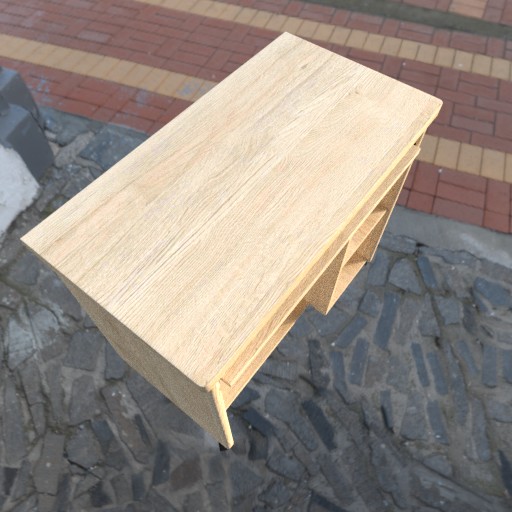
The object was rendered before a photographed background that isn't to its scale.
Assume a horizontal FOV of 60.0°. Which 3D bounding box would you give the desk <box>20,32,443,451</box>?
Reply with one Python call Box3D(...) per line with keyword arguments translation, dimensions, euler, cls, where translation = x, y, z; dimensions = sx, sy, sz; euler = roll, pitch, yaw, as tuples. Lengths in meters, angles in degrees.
Box3D(translation=(0.000, 0.000, 1.297), dimensions=(0.480, 0.770, 0.885), euler=(33, 64, 19), cls="desk")
